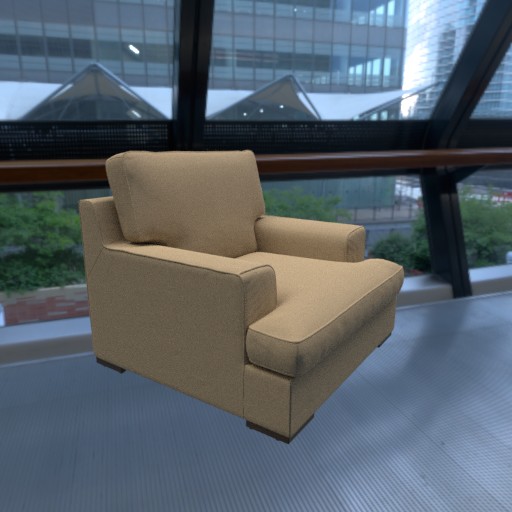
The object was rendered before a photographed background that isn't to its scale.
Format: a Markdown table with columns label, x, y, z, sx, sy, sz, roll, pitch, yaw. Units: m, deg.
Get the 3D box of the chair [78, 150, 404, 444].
| label | x | y | z | sx | sy | sz | roll | pitch | yaw |
| --- | --- | --- | --- | --- | --- | --- | --- | --- | --- |
| chair | 0.000 | 0.000 | 2.174 | 1.274 | 1.005 | 1.293 | 7 | 16 | 26 |
